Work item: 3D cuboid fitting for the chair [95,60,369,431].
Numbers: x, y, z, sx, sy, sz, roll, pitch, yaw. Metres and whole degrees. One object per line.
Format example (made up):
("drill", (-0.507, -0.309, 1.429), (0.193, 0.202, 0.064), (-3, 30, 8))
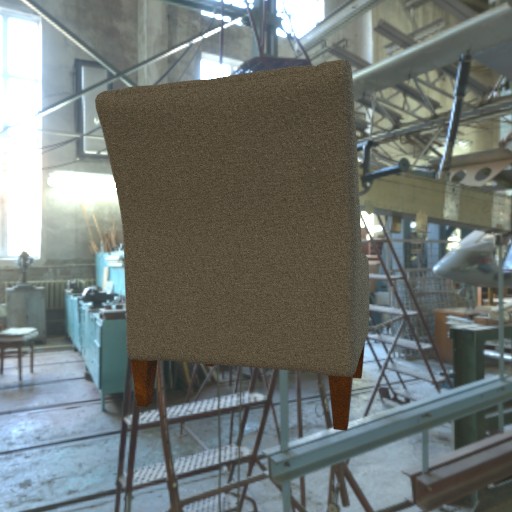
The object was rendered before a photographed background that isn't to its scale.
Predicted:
("chair", (0.000, 0.000, 1.616), (0.774, 1.016, 0.870), (0, 0, 17))
